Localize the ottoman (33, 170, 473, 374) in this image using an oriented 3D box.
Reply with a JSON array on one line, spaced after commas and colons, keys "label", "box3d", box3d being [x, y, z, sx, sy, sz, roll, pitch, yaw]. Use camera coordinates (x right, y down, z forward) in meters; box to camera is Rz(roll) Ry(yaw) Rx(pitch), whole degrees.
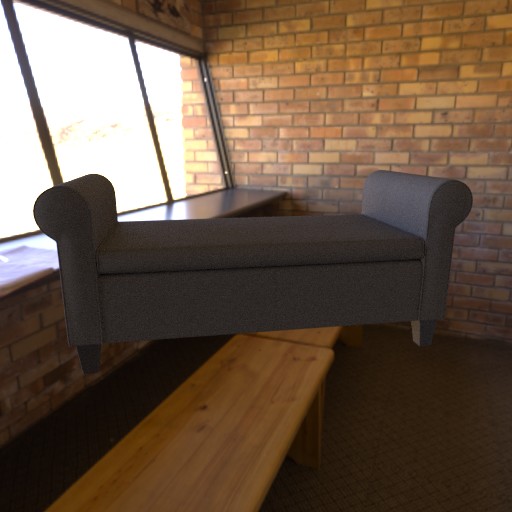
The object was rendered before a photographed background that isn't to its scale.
[{"label": "ottoman", "box3d": [0.000, 0.000, 1.535, 1.256, 0.547, 0.521, -2, 15, -10]}]
